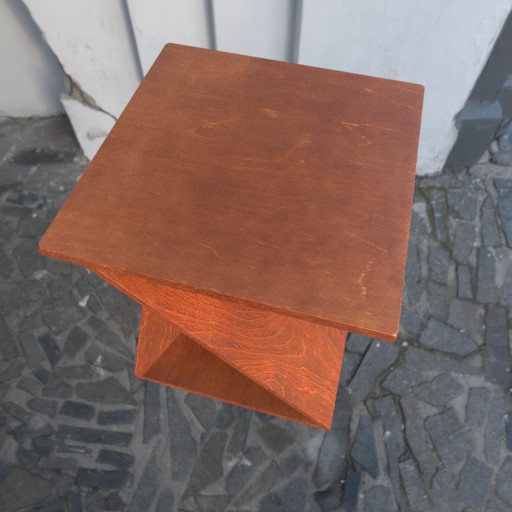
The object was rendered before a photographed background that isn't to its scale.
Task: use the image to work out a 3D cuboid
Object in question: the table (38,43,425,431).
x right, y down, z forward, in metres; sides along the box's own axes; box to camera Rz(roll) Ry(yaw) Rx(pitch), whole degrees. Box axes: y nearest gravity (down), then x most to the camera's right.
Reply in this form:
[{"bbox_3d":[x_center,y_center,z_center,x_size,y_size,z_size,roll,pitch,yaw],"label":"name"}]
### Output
[{"bbox_3d":[0.000,0.000,0.828,0.427,0.520,0.427,13,59,8],"label":"table"}]
